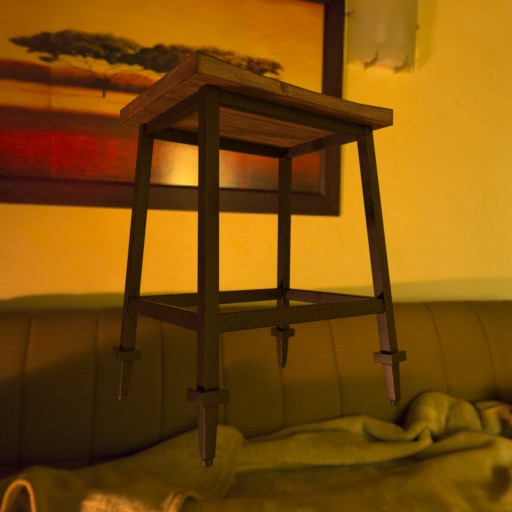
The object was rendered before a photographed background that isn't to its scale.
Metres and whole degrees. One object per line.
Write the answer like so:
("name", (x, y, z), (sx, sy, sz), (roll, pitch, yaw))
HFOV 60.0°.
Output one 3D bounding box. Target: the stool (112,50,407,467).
("stool", (0.000, 0.000, 0.947), (0.486, 0.625, 0.405), (0, 0, -36))
